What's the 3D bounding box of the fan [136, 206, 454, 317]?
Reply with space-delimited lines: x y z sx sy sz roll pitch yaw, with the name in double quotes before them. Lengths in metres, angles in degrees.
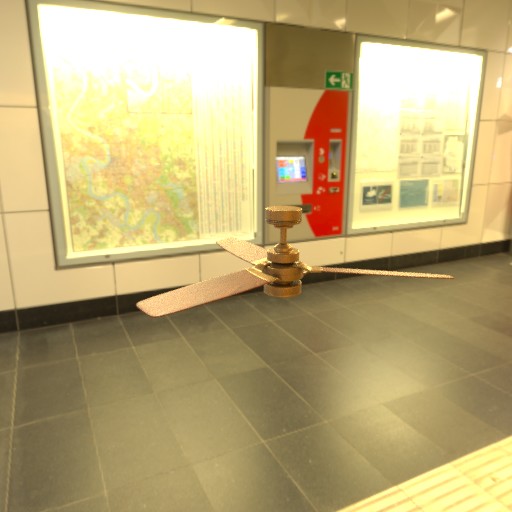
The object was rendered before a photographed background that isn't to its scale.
"fan" 0.000 0.000 2.078 1.416 0.425 1.271 14 20 43
